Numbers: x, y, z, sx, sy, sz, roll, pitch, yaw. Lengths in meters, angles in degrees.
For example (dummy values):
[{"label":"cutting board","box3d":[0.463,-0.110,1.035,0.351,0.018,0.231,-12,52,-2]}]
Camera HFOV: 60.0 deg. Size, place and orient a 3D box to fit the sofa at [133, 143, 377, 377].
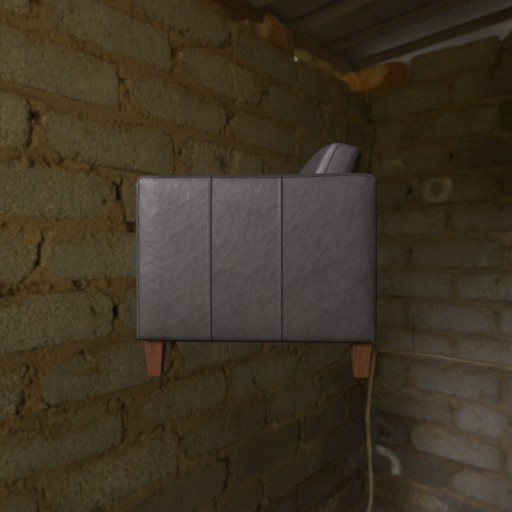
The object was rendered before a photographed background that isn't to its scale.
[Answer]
[{"label":"sofa","box3d":[0.000,0.000,2.983,1.045,1.006,2.464,0,0,2]}]
